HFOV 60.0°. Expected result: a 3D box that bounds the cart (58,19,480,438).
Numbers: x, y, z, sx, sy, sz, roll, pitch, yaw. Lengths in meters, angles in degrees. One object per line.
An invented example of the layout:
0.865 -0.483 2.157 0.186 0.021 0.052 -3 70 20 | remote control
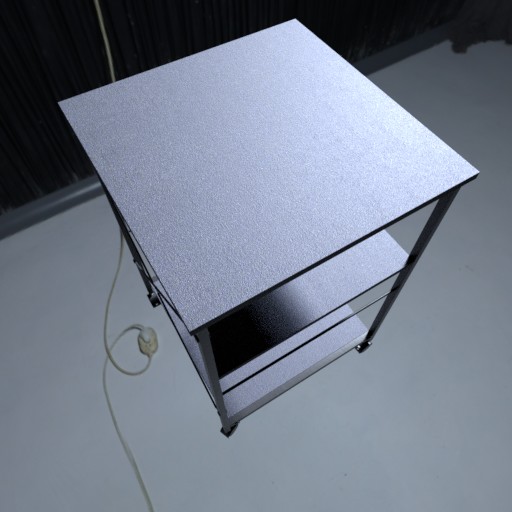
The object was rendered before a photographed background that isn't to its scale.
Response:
0.000 0.000 1.074 0.520 0.762 0.521 -28 61 -16 | cart
